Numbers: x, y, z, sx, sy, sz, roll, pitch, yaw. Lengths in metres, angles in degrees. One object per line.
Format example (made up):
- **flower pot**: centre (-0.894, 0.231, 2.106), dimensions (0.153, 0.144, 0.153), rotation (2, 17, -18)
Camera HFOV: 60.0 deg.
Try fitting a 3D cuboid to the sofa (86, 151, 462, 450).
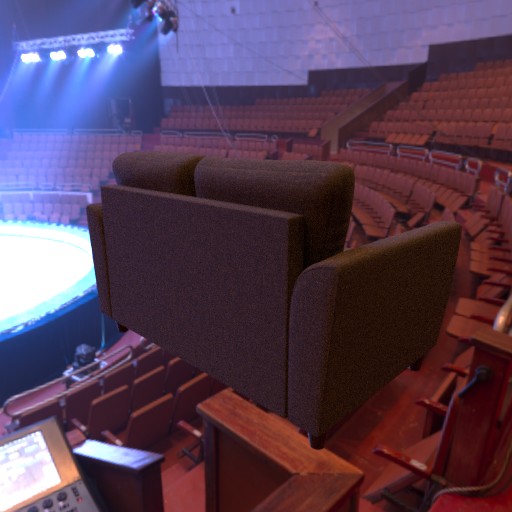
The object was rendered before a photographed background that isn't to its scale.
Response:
- **sofa**: centre (0.000, 0.000, 1.937), dimensions (1.423, 0.885, 0.851), rotation (15, 21, 42)
